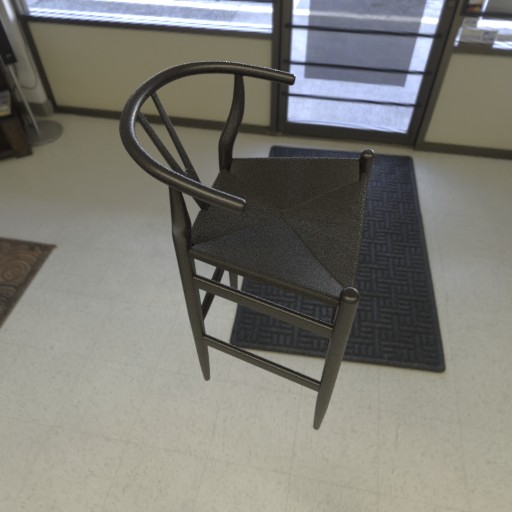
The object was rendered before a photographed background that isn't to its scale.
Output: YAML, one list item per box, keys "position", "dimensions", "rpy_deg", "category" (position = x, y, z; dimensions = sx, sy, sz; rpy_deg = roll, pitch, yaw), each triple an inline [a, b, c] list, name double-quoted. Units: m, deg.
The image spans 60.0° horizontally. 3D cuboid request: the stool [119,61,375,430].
- position: [0.000, 0.000, 1.317]
  dimensions: [0.579, 0.970, 0.569]
  rpy_deg: [10, 48, 9]
  category: "stool"
